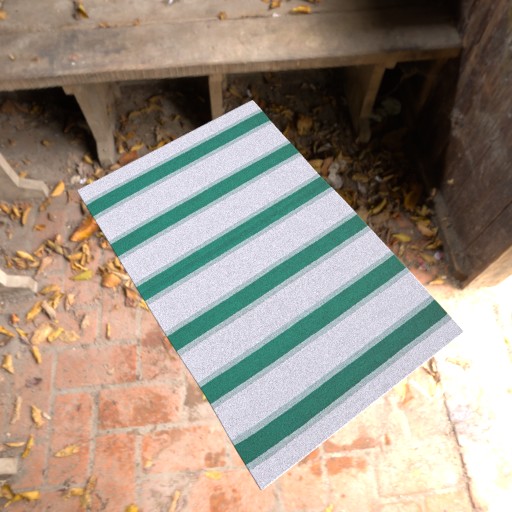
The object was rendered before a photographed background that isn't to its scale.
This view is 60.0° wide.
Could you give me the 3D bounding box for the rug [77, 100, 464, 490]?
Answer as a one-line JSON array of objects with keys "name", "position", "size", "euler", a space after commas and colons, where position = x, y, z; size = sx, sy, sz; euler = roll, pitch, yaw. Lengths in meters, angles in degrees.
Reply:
[{"name": "rug", "position": [0.000, 0.000, 2.338], "size": [1.210, 0.012, 1.829], "euler": [-32, 68, -14]}]
